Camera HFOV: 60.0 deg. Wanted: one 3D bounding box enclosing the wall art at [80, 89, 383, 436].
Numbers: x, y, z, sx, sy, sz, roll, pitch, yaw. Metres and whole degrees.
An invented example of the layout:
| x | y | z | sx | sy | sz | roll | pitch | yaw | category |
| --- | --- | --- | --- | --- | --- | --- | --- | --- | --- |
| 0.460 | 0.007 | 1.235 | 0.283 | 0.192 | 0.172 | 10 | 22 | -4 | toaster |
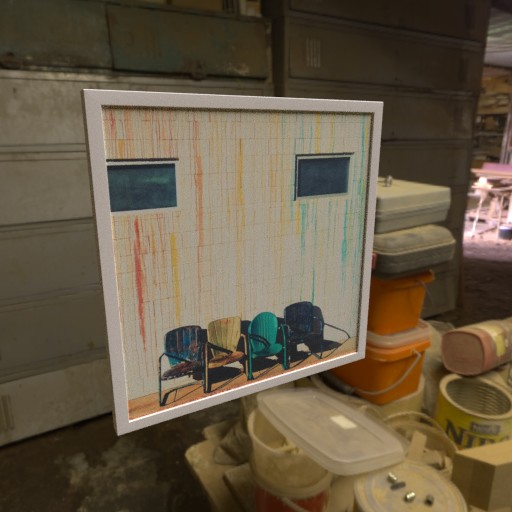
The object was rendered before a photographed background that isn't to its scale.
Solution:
| x | y | z | sx | sy | sz | roll | pitch | yaw | category |
| --- | --- | --- | --- | --- | --- | --- | --- | --- | --- |
| 0.000 | 0.000 | 1.125 | 0.760 | 0.760 | 0.036 | -9 | 18 | -28 | wall art |
